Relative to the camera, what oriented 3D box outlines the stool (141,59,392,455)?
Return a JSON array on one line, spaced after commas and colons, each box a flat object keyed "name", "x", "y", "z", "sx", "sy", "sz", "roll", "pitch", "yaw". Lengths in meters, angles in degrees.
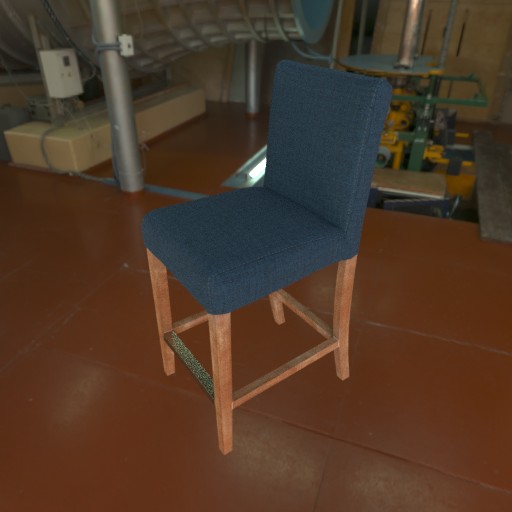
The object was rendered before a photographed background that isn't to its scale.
[{"name": "stool", "x": 0.000, "y": 0.000, "z": 1.370, "sx": 0.567, "sy": 1.039, "sz": 0.454, "roll": -20, "pitch": 37, "yaw": -29}]
